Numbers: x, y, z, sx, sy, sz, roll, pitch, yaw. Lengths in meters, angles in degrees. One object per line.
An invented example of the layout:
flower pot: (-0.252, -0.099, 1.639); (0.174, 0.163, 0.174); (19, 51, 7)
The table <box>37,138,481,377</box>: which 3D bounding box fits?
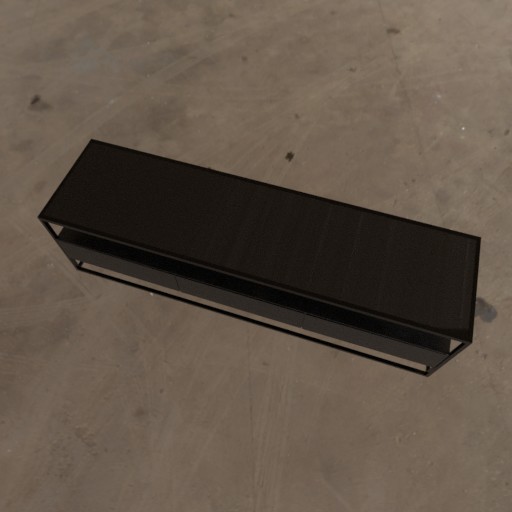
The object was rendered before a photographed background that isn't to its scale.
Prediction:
table: (0.000, 0.000, 1.703); (1.486, 0.395, 0.399); (16, 61, 9)
